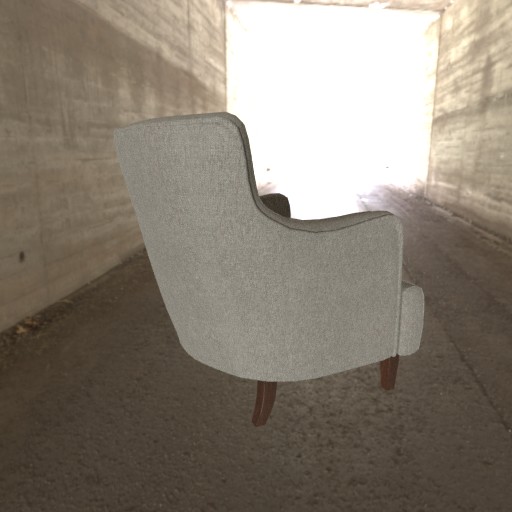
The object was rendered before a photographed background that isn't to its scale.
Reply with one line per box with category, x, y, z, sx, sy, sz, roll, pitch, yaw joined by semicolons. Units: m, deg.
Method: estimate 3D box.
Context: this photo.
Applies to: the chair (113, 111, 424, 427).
chair;0.000;0.000;1.577;0.910;0.920;0.820;-7;14;-26
